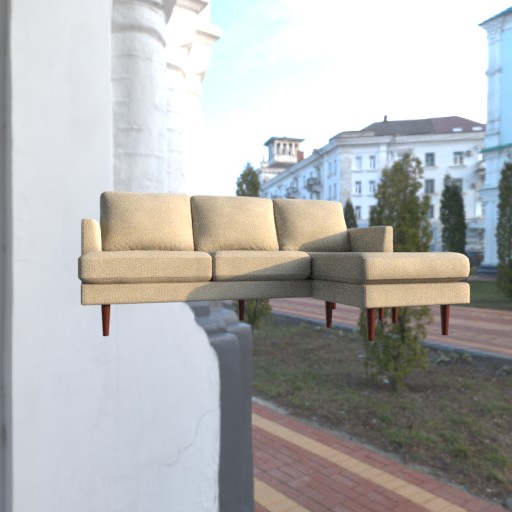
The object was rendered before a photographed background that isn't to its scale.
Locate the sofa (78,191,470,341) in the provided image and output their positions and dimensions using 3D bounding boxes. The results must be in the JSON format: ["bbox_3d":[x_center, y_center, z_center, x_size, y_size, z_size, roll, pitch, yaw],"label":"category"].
[{"bbox_3d":[0.000,0.000,3.000,2.233,0.956,1.504,0,0,-20],"label":"sofa"}]
